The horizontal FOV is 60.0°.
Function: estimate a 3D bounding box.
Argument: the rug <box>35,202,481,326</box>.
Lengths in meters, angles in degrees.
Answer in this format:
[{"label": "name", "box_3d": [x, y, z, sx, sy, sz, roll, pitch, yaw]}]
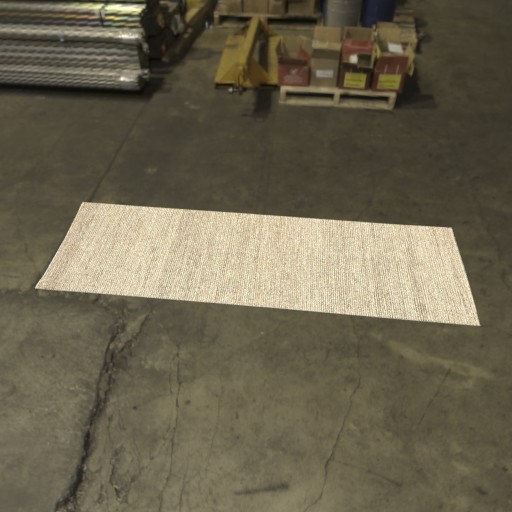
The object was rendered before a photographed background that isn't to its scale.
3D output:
[{"label": "rug", "box_3d": [0.000, 0.000, 2.597, 2.390, 0.014, 0.741, 4, 46, 4]}]
